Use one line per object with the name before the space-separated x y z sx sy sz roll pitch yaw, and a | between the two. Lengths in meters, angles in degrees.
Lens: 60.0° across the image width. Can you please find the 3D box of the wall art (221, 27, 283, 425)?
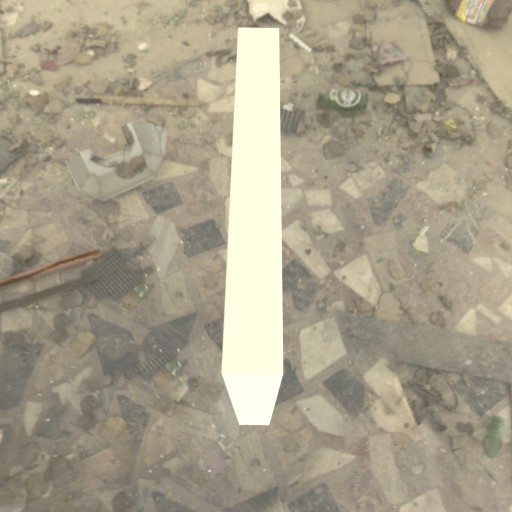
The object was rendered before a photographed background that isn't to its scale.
wall art | 0.000 0.000 0.466 0.037 0.305 0.305 1 64 0
